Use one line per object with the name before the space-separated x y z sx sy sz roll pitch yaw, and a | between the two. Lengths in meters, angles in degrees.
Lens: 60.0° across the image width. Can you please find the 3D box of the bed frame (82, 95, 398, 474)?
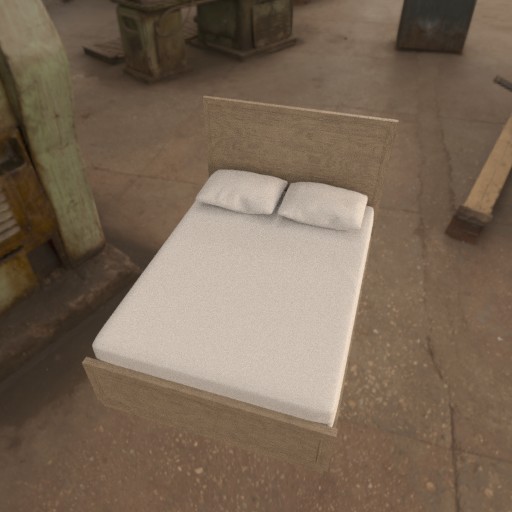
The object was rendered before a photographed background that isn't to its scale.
bed frame | 0.000 0.000 3.256 1.606 1.369 2.189 12 43 13
